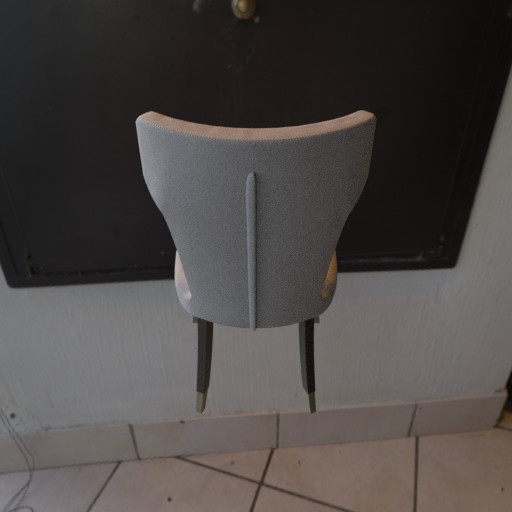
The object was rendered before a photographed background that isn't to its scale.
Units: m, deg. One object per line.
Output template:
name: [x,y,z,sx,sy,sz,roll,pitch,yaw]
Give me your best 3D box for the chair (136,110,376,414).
chair: [0.000,0.000,1.343,0.526,0.950,0.630,0,32,0]
